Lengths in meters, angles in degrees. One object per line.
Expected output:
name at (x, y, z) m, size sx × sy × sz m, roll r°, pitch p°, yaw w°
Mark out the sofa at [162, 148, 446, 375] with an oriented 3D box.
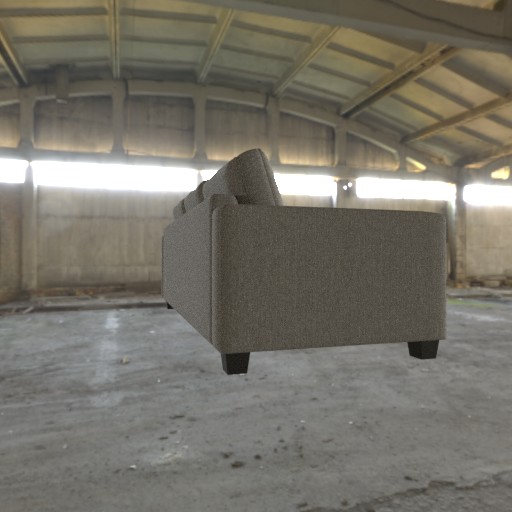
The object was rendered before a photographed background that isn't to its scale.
sofa at (0.000, 0.000, 2.567) m, size 0.900 × 0.800 × 2.120 m, roll 0°, pitch 0°, yaw -17°
